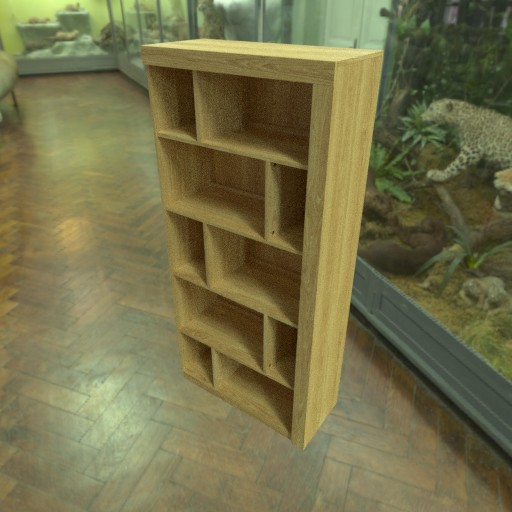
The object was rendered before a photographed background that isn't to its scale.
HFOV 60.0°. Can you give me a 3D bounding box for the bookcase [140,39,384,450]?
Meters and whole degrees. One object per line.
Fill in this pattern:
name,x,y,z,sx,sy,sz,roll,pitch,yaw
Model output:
bookcase,0.000,0.000,2.365,0.950,2.020,0.420,20,36,30
